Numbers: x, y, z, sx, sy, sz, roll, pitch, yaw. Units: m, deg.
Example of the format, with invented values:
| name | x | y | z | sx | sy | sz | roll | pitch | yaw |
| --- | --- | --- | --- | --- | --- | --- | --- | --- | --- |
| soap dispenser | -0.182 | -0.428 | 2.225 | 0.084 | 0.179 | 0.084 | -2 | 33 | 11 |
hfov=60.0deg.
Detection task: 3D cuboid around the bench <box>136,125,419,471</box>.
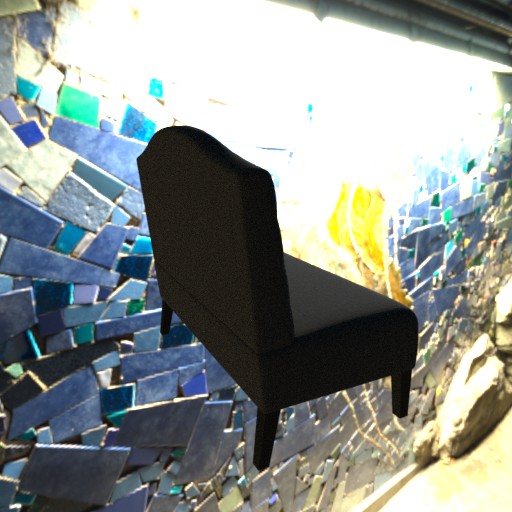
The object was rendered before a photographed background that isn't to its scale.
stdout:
| name | x | y | z | sx | sy | sz | roll | pitch | yaw |
| --- | --- | --- | --- | --- | --- | --- | --- | --- | --- |
| bench | 0.000 | 0.000 | 2.102 | 0.815 | 1.180 | 1.335 | -7 | 16 | -26 |
